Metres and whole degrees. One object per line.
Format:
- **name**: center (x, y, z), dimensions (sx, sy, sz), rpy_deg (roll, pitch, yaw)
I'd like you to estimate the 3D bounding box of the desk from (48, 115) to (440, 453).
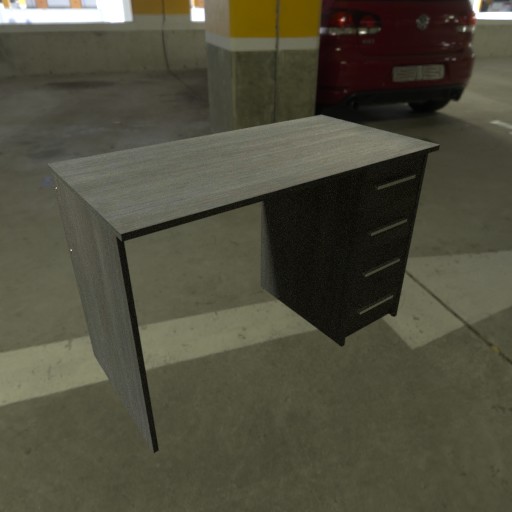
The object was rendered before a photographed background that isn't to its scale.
- **desk**: center (0.000, 0.000, 1.554), dimensions (1.096, 0.730, 0.560), rpy_deg (-20, 35, -31)
